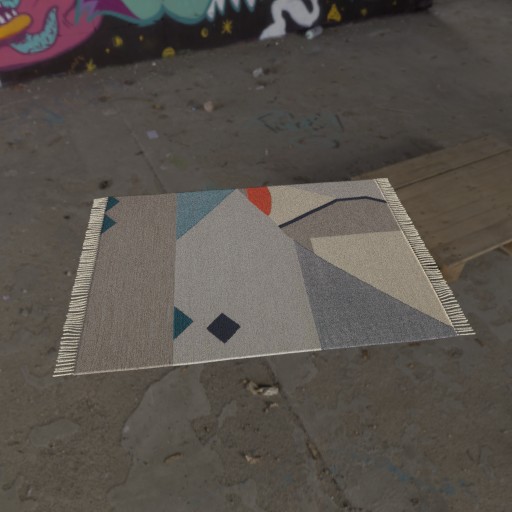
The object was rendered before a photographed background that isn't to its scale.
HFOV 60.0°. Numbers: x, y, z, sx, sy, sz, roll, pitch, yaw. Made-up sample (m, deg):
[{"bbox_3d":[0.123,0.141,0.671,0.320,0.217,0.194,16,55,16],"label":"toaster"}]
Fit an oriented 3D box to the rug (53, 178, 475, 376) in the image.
[{"bbox_3d":[0.000,0.000,2.321,1.828,0.005,1.220,-5,45,-5],"label":"rug"}]
